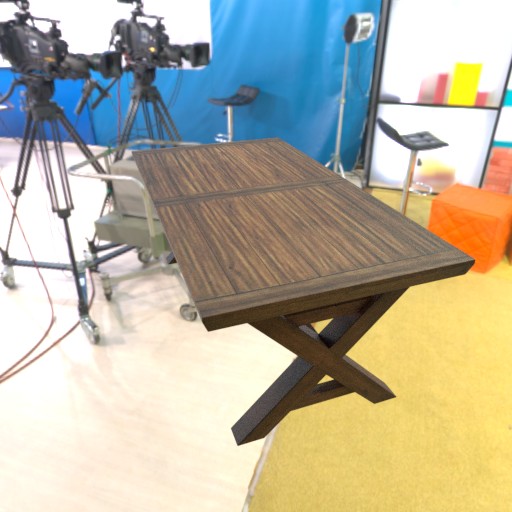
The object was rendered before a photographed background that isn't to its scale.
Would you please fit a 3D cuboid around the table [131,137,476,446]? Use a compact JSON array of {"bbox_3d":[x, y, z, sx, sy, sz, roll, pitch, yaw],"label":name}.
[{"bbox_3d":[0.000,0.000,2.531,1.071,0.793,1.966,-10,31,-17],"label":"table"}]
